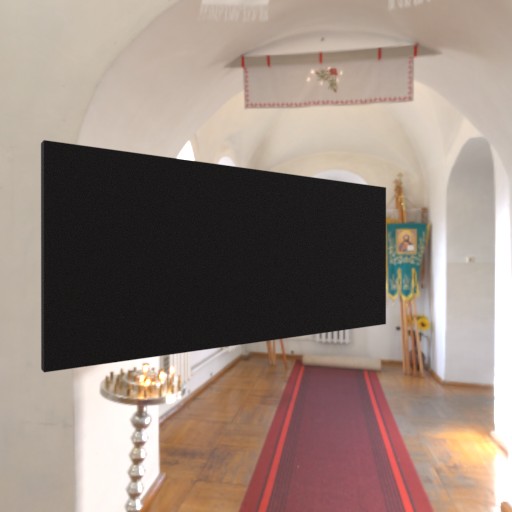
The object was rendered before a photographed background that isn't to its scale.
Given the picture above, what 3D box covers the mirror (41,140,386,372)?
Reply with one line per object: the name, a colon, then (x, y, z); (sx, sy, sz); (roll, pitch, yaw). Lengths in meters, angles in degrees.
mirror: (0.000, 0.000, 1.796); (1.584, 0.692, 0.047); (0, 0, -36)
